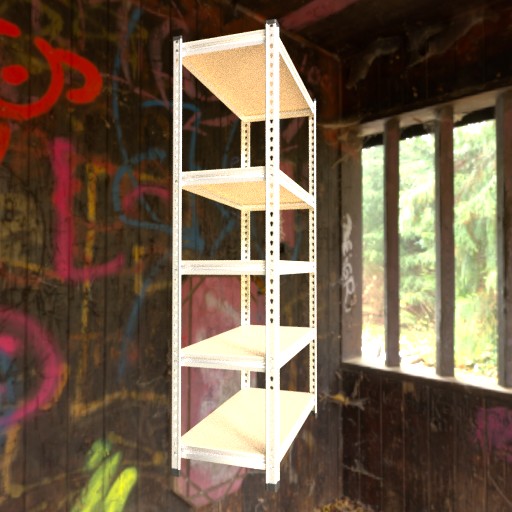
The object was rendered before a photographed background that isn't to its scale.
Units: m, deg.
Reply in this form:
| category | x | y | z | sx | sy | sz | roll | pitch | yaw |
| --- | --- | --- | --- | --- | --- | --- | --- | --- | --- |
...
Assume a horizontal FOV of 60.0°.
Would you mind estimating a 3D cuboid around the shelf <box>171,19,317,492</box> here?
| category | x | y | z | sx | sy | sz | roll | pitch | yaw |
| --- | --- | --- | --- | --- | --- | --- | --- | --- | --- |
| shelf | 0.000 | 0.000 | 2.213 | 0.457 | 1.829 | 0.914 | 0 | -1 | 18 |
